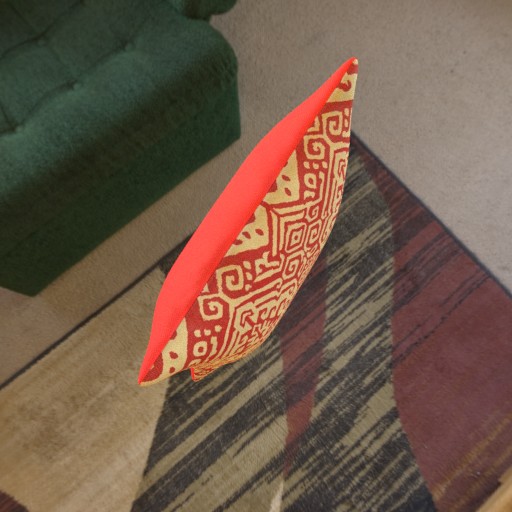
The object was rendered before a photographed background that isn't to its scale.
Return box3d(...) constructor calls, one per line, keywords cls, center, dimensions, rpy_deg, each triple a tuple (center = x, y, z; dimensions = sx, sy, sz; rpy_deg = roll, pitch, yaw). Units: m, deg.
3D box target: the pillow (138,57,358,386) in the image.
box3d(cls="pillow", center=(0.000, 0.000, 0.805), dimensions=(0.192, 0.507, 0.522), rpy_deg=(31, 77, 8))
